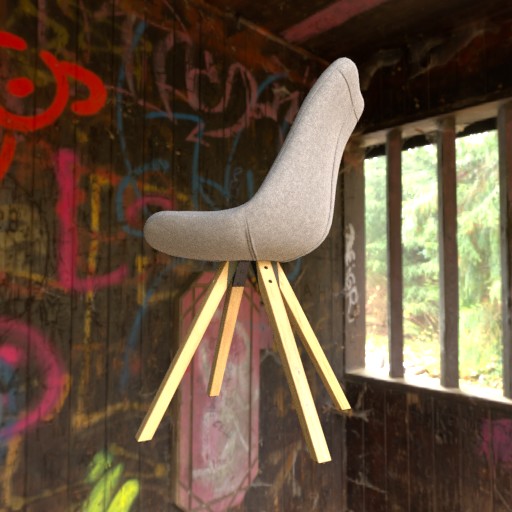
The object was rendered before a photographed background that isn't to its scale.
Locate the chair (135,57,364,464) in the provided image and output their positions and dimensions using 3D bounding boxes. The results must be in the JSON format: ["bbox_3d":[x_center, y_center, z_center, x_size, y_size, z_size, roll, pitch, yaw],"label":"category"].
[{"bbox_3d":[0.000,0.000,1.168,0.550,0.865,0.483,-1,-3,18],"label":"chair"}]
